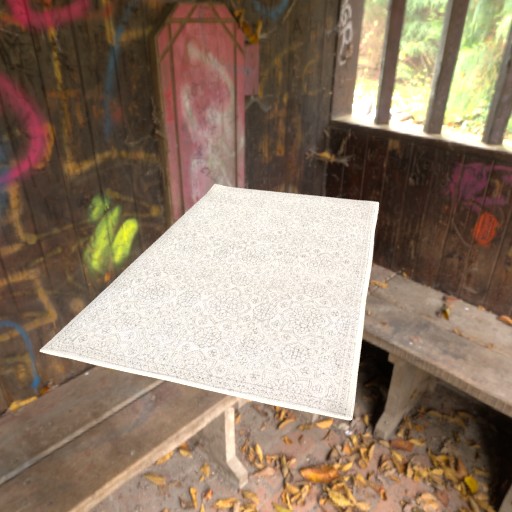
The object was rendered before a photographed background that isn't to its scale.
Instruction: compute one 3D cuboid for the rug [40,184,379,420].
[{"bbox_3d":[0.000,0.000,2.402,1.214,0.023,1.947,8,30,14],"label":"rug"}]
